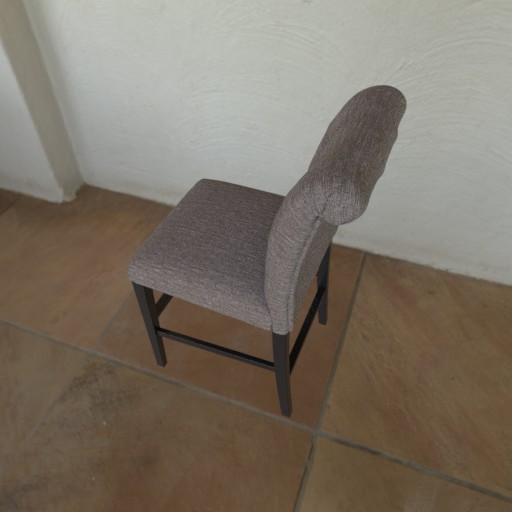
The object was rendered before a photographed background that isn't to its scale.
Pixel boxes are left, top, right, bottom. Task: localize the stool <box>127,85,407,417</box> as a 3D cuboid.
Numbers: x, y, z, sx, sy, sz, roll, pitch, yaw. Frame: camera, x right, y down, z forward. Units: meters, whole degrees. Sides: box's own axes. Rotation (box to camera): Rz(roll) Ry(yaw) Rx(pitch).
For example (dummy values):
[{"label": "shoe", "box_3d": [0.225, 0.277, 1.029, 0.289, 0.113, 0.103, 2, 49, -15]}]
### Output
[{"label": "stool", "box_3d": [0.000, 0.000, 1.317, 0.611, 0.970, 0.457, 17, 49, 16]}]
